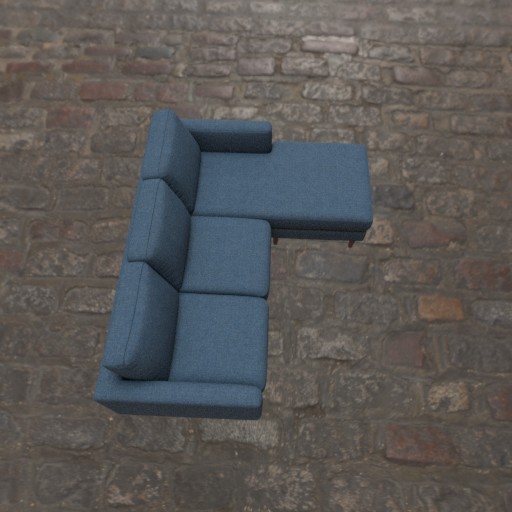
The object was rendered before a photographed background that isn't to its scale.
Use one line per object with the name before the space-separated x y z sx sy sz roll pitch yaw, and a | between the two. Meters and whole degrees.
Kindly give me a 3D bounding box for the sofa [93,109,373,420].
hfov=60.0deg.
sofa | 0.000 0.000 3.025 1.667 0.957 2.055 2 63 1
